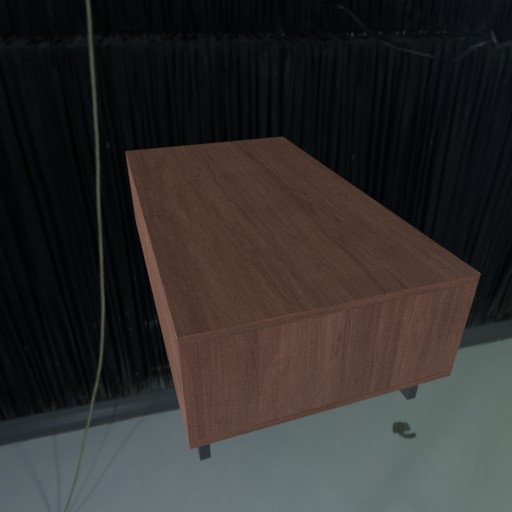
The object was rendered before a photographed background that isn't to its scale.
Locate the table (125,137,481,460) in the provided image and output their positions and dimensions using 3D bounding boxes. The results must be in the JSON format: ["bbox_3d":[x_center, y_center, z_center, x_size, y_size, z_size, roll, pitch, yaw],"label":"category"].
[{"bbox_3d":[0.000,0.000,1.277,0.600,0.380,1.020,-10,31,-16],"label":"table"}]
